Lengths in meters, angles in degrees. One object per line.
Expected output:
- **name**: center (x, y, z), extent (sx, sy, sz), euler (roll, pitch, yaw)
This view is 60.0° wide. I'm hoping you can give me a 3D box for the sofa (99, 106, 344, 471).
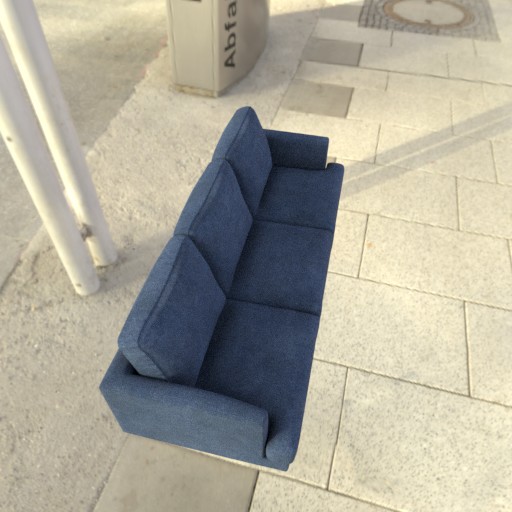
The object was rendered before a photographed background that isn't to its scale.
- **sofa**: center (0.000, 0.000, 2.746), extent (0.903, 0.930, 2.246), euler (10, 48, 9)
